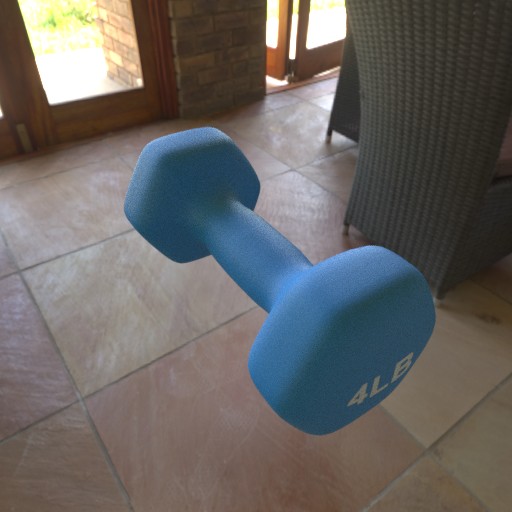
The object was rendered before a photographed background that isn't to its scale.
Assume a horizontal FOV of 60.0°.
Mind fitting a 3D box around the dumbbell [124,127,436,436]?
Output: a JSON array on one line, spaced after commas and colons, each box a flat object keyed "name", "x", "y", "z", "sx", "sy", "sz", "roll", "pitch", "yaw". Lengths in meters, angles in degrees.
[{"name": "dumbbell", "x": 0.000, "y": 0.000, "z": 0.194, "sx": 0.074, "sy": 0.066, "sz": 0.152, "roll": -22, "pitch": 44, "yaw": -25}]
